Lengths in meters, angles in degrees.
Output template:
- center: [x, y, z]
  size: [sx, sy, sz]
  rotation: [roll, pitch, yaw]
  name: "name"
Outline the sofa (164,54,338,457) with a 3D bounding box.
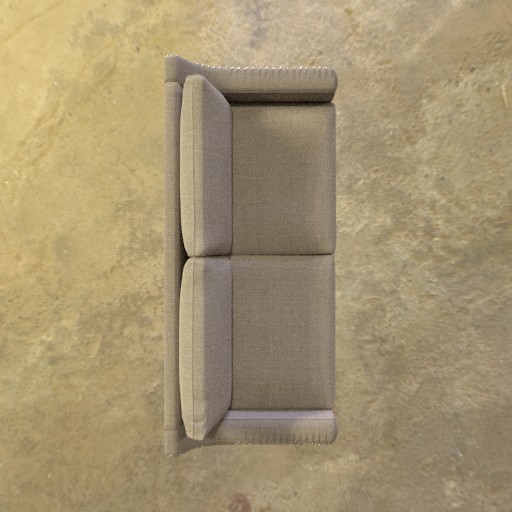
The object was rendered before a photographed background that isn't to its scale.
- center: [0.000, 0.000, 2.696]
  size: [1.000, 0.857, 2.208]
  rotation: [0, 90, 0]
  name: "sofa"
